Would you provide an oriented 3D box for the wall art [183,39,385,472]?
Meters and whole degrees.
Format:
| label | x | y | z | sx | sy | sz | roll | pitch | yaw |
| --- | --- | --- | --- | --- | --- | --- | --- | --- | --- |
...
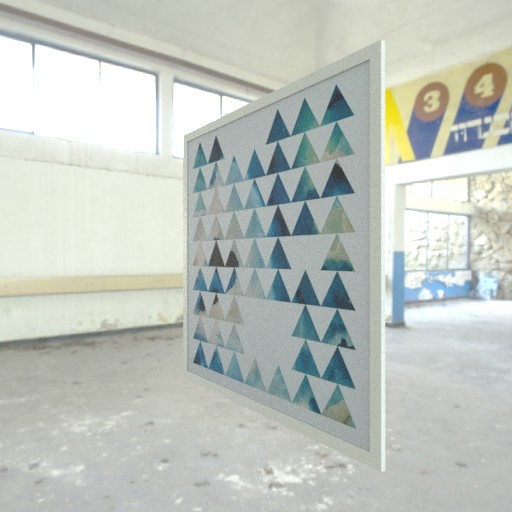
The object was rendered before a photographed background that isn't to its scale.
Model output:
| label | x | y | z | sx | sy | sz | roll | pitch | yaw |
| --- | --- | --- | --- | --- | --- | --- | --- | --- | --- |
| wall art | 0.000 | 0.000 | 1.159 | 0.012 | 0.809 | 0.809 | 0 | 0 | -36 |
